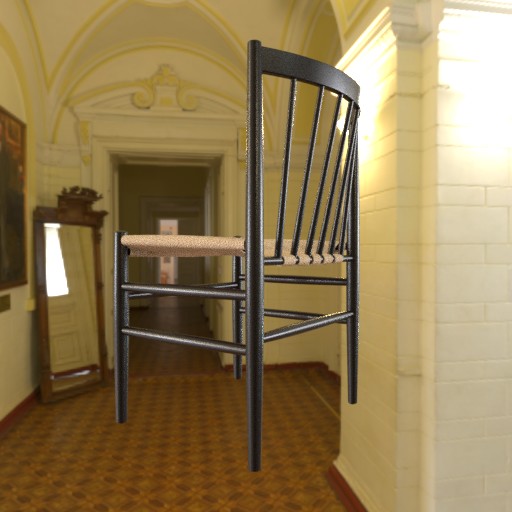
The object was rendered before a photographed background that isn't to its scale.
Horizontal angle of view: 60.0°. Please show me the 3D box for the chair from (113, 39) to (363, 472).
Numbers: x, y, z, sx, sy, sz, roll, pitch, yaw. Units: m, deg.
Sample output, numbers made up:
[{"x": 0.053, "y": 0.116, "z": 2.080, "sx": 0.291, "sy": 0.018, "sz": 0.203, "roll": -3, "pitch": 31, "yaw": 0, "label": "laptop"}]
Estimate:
[{"x": 0.000, "y": 0.000, "z": 1.124, "sx": 0.516, "sy": 0.818, "sz": 0.495, "roll": 0, "pitch": 1, "yaw": 36, "label": "chair"}]
